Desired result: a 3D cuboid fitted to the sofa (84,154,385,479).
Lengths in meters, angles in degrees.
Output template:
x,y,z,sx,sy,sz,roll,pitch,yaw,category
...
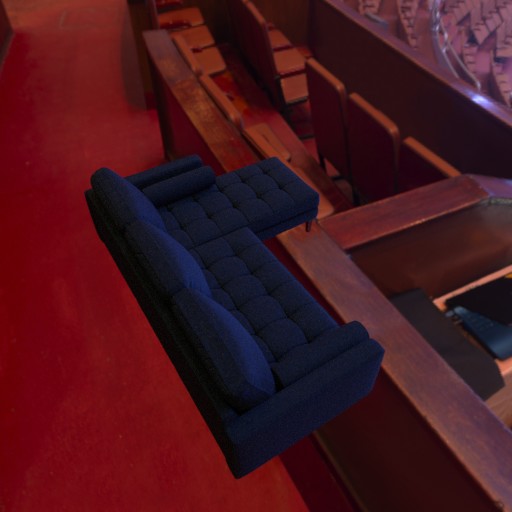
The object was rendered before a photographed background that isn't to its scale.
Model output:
x,y,z,sx,sy,sz,roll,pitch,yaw,category
0.000,0.000,2.995,1.613,0.841,2.185,-24,51,-22,sofa
